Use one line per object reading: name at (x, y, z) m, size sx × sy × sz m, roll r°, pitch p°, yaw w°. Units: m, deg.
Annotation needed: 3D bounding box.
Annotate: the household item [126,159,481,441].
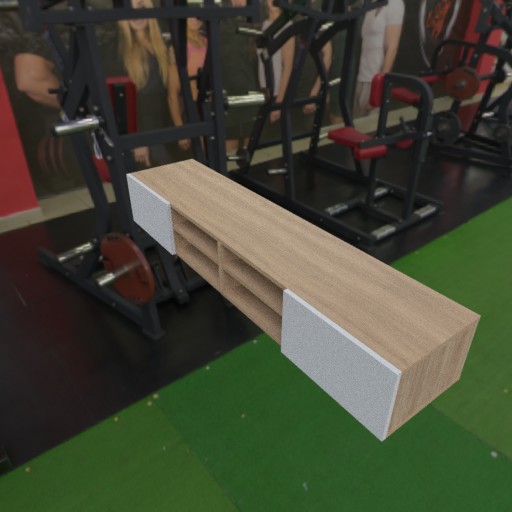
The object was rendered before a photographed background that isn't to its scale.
household item at (0.000, 0.000, 2.027) m, size 0.420 × 0.310 × 1.850 m, roll -21°, pitch 38°, yaw -31°
